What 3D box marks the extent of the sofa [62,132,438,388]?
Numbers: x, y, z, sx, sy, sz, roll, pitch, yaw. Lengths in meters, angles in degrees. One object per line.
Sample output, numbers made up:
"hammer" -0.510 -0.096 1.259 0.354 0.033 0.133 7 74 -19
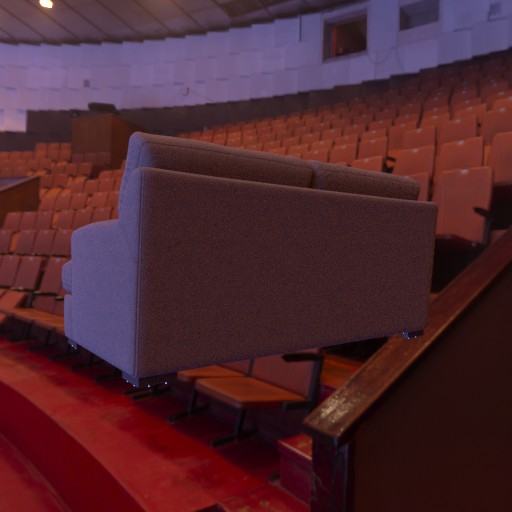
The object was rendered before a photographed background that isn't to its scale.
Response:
"sofa" 0.000 0.000 2.473 1.869 0.950 1.140 0 0 -36
